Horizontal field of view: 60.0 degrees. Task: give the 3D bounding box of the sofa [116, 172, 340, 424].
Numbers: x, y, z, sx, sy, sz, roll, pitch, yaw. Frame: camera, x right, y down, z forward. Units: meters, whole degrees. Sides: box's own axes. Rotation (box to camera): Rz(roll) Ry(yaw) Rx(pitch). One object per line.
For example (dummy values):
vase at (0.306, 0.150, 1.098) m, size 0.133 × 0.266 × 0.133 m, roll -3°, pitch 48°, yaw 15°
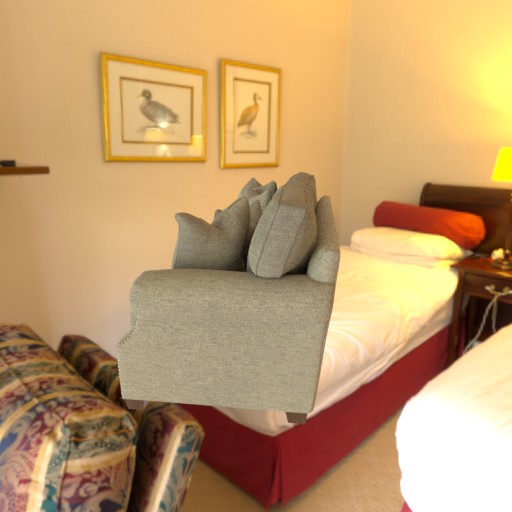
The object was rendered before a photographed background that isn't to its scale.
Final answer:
sofa at (0.000, 0.000, 2.870) m, size 0.965 × 0.975 × 2.312 m, roll 2°, pitch 14°, yaw 8°
